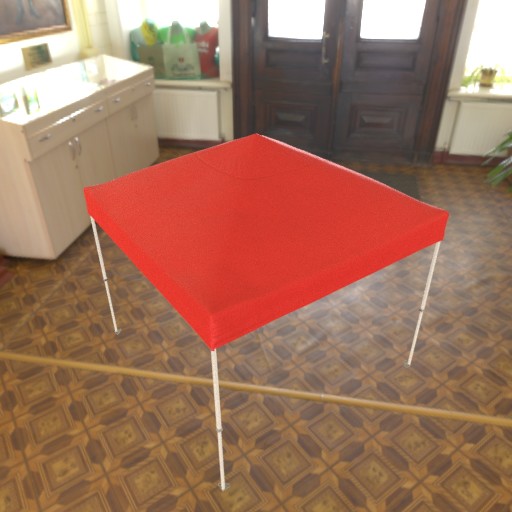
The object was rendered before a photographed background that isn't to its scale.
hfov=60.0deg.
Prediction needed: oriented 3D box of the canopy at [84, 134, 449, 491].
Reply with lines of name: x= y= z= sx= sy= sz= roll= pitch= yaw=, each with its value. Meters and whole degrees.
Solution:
canopy: x=0.000 y=0.000 z=5.415 sx=2.998 sy=2.997 sz=2.996 roll=-21 pitch=37 yaw=-30
